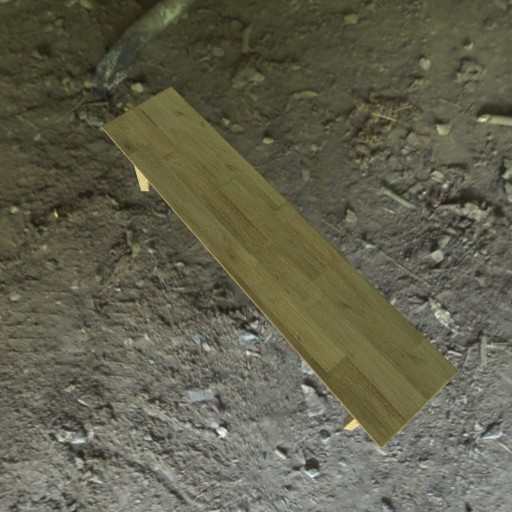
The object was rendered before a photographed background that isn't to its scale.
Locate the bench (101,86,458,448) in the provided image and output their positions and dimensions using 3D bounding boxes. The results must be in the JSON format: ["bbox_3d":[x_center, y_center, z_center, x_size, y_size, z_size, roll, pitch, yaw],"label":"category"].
[{"bbox_3d":[0.000,0.000,1.922,0.378,0.431,1.698,-37,70,-16],"label":"bench"}]
